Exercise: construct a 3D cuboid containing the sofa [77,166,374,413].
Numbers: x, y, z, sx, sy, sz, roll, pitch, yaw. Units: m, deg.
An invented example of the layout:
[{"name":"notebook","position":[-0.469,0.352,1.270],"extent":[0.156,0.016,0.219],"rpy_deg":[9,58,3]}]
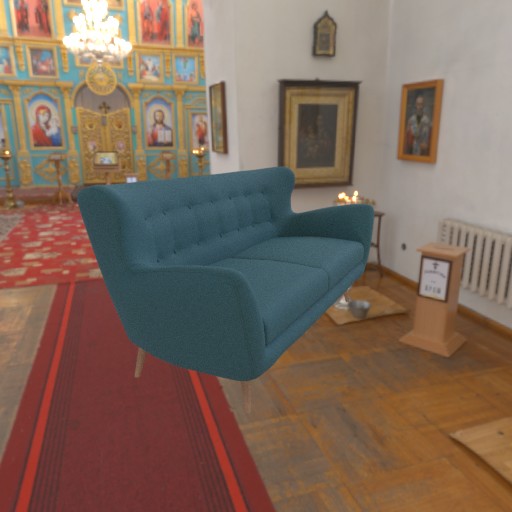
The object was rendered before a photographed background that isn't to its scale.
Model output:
[{"name":"sofa","position":[0.000,0.000,2.450],"extent":[0.889,0.890,1.930],"rpy_deg":[7,16,26]}]
